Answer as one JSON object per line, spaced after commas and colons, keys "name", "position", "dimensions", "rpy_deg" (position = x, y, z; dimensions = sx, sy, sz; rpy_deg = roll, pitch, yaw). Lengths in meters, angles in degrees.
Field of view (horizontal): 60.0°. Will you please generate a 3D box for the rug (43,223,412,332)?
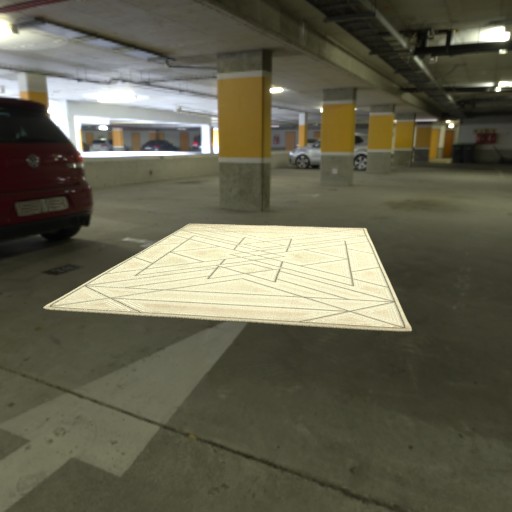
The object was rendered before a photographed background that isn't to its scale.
{"name": "rug", "position": [0.000, 0.000, 4.451], "dimensions": [2.436, 0.026, 3.381], "rpy_deg": [2, 14, 9]}
